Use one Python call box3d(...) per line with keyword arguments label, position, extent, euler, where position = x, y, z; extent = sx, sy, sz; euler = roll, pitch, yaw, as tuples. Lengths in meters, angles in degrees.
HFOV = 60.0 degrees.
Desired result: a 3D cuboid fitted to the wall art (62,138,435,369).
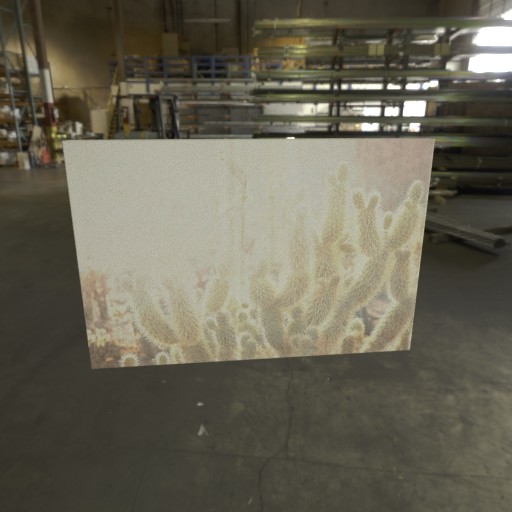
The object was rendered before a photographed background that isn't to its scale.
box3d(label="wall art", position=(0.000, 0.000, 1.193), extent=(0.916, 0.608, 0.040), euler=(-2, 18, -6))
